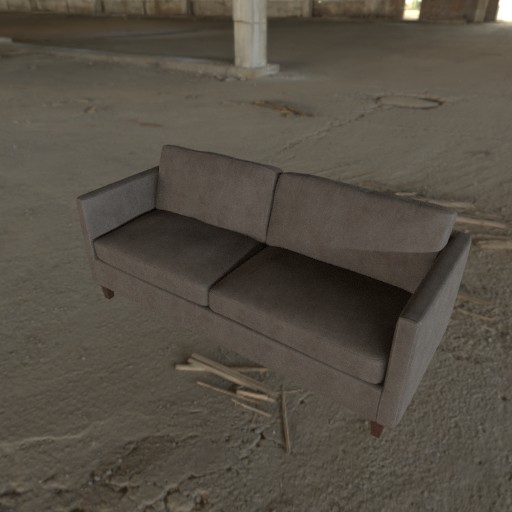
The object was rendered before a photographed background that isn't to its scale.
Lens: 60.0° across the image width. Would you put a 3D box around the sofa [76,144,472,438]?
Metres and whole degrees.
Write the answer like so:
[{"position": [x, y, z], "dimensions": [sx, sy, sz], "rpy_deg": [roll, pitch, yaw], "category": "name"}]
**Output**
[{"position": [0.000, 0.000, 2.720], "dimensions": [2.208, 0.965, 0.951], "rpy_deg": [20, 36, 29], "category": "sofa"}]
